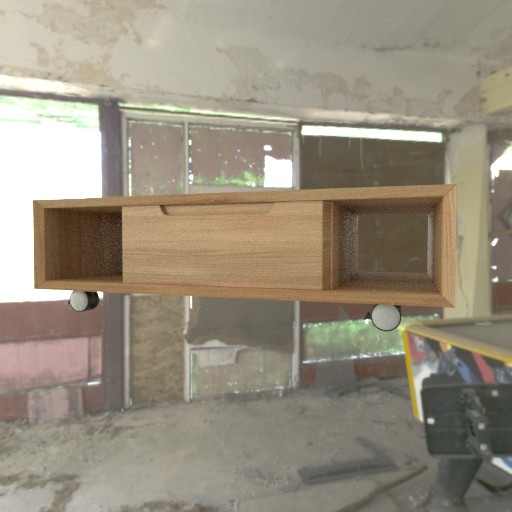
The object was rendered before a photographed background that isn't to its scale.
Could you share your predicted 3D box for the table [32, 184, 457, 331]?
[{"bbox_3d":[0.000,0.000,1.417,1.100,0.330,0.700,1,2,19],"label":"table"}]
